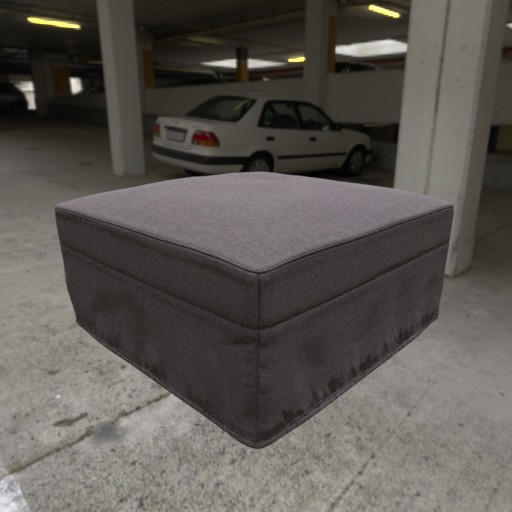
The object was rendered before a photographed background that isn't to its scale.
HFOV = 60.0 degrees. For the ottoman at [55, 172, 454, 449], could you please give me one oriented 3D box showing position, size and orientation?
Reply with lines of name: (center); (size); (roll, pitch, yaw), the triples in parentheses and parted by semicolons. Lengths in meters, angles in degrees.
ottoman: (0.000, 0.000, 1.319); (0.840, 0.436, 0.843); (16, 24, 42)
